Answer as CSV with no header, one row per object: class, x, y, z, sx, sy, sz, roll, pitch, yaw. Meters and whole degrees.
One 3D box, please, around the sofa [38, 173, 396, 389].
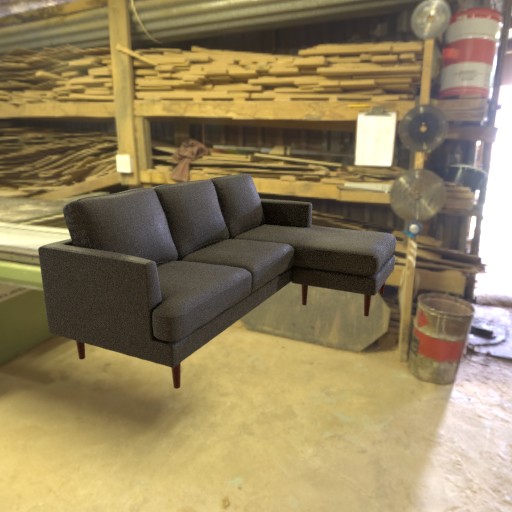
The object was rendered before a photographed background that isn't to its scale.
sofa,0.000,0.000,3.039,1.504,0.956,2.233,8,17,26
